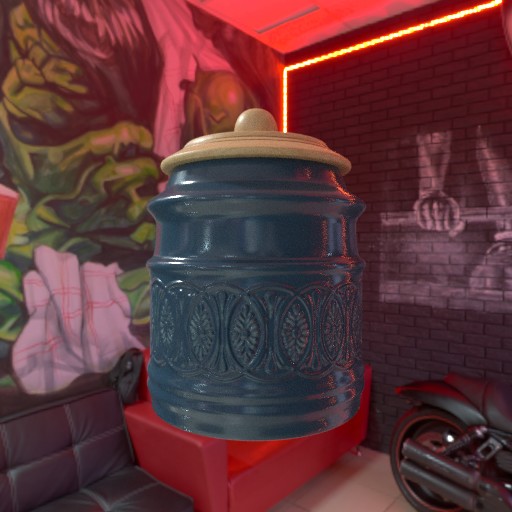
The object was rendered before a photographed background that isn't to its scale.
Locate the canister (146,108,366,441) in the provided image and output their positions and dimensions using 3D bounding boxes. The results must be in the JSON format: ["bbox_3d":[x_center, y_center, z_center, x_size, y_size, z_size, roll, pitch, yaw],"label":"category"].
[{"bbox_3d":[0.000,0.000,0.270,0.130,0.176,0.130,0,1,0],"label":"canister"}]
